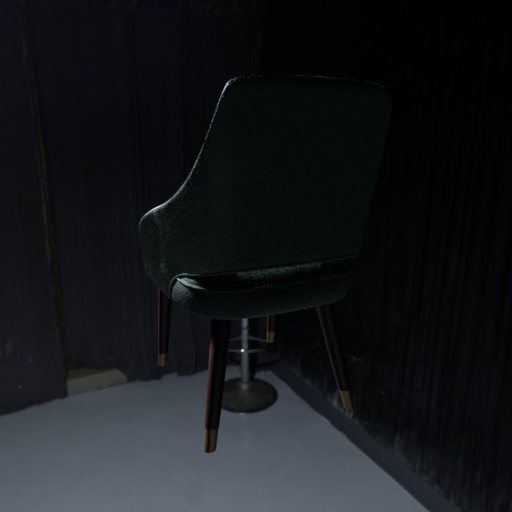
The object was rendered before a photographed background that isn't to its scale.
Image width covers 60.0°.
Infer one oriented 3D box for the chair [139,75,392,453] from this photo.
[{"bbox_3d":[0.000,0.000,1.548,0.683,1.081,0.794,-7,16,-25],"label":"chair"}]
